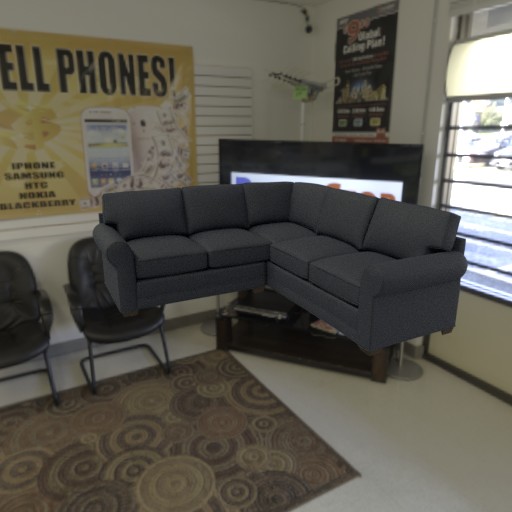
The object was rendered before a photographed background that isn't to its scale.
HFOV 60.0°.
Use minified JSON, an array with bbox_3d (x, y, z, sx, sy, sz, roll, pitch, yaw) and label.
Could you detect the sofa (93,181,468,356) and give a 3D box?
[{"bbox_3d":[0.000,0.000,4.000,2.487,1.042,2.562,-8,18,-26],"label":"sofa"}]
